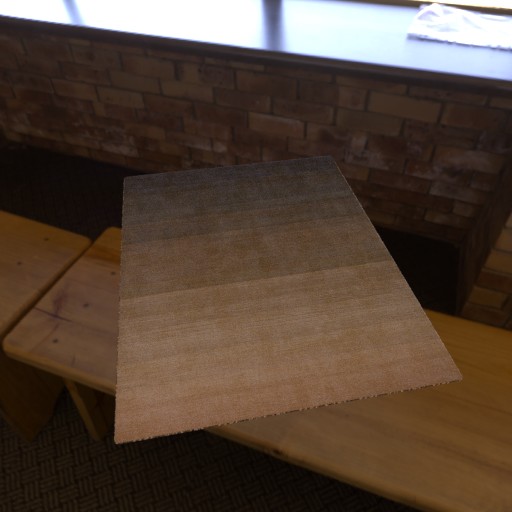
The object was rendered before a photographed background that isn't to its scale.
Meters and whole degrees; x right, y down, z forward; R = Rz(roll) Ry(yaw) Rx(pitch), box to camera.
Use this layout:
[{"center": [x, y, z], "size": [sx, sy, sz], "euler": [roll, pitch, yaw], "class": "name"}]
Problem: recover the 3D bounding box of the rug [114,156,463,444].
[{"center": [0.000, 0.000, 3.853], "size": [2.305, 0.017, 2.902], "euler": [-8, 44, -8], "class": "rug"}]
